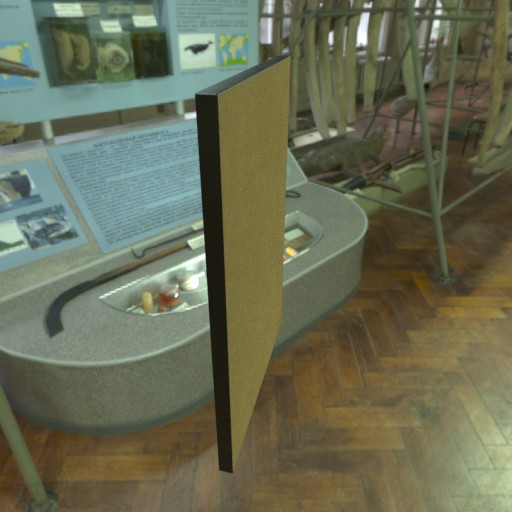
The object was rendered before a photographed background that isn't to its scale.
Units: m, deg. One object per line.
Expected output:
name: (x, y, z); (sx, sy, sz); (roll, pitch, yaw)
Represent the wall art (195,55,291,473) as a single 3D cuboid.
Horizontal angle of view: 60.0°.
wall art: (0.000, 0.000, 0.582); (0.019, 0.455, 0.314); (7, 30, 12)
